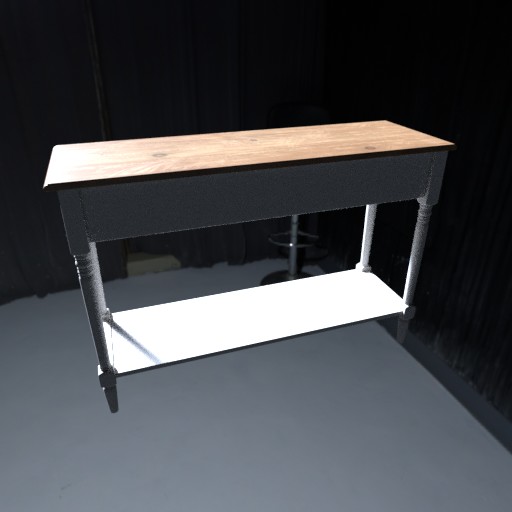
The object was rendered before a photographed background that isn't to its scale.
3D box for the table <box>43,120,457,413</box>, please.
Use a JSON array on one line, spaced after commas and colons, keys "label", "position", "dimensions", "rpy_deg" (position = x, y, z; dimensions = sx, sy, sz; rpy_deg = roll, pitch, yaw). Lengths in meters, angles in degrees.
[{"label": "table", "position": [0.000, 0.000, 1.589], "dimensions": [1.219, 0.800, 0.399], "rpy_deg": [-9, 29, -16]}]
